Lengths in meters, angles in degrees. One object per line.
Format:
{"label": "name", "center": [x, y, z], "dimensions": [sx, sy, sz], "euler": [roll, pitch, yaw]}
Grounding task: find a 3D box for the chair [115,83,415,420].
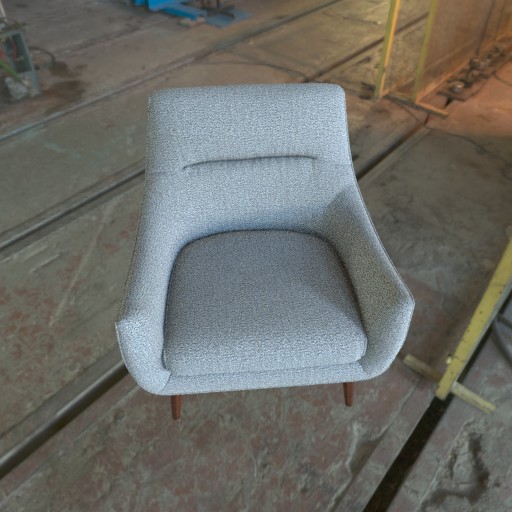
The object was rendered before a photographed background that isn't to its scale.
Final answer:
{"label": "chair", "center": [0.000, 0.000, 1.442], "dimensions": [0.762, 0.838, 0.787], "euler": [-3, 45, -3]}
